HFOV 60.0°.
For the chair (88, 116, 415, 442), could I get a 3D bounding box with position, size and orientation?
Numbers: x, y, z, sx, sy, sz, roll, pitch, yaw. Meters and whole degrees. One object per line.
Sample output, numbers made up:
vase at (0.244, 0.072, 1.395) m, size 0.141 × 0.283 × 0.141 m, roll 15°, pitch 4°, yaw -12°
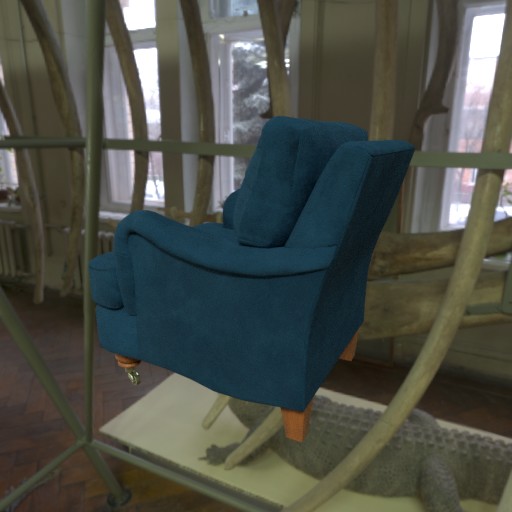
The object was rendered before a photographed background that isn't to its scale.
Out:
chair at (0.000, 0.000, 1.840) m, size 1.078 × 1.076 × 0.895 m, roll 7°, pitch 17°, yaw 26°
